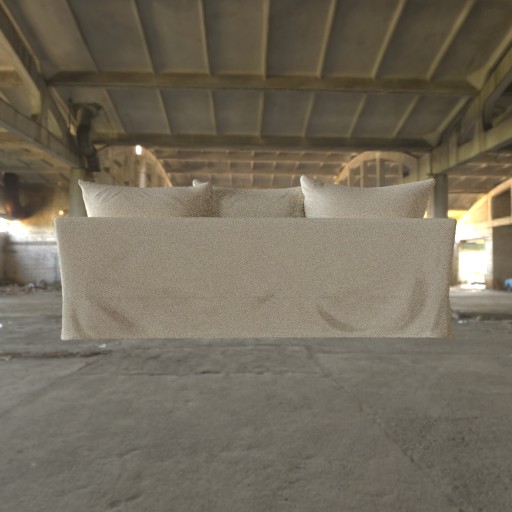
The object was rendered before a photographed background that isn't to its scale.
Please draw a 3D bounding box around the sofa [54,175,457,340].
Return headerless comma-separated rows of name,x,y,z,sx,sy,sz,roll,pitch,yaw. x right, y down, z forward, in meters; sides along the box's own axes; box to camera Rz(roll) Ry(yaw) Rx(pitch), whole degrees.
sofa,0.000,0.000,3.189,2.484,1.042,1.030,0,-2,-2
